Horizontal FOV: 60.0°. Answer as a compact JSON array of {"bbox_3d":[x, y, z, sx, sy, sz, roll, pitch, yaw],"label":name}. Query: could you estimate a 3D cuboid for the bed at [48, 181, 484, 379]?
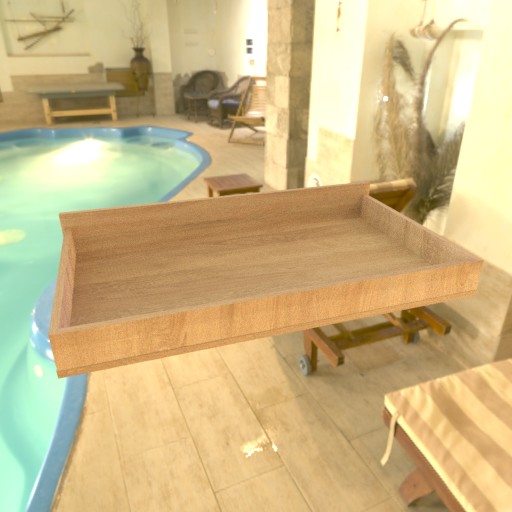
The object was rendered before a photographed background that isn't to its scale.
[{"bbox_3d":[0.000,0.000,1.448,1.200,0.209,0.685,-8,27,-16],"label":"bed"}]
